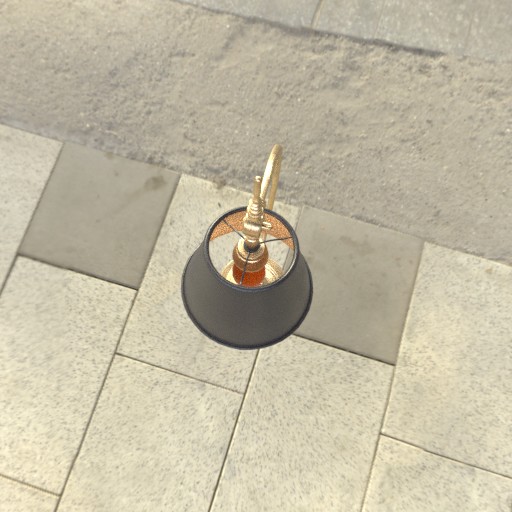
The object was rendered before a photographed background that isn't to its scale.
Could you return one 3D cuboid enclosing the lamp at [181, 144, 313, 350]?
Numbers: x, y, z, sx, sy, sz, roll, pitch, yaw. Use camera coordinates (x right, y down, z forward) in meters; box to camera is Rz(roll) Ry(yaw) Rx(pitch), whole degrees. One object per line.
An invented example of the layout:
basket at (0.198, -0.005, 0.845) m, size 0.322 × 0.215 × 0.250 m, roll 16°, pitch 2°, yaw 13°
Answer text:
lamp at (0.000, 0.000, 0.817) m, size 0.235 × 0.675 × 0.344 m, roll 15°, pitch 77°, yaw 3°
